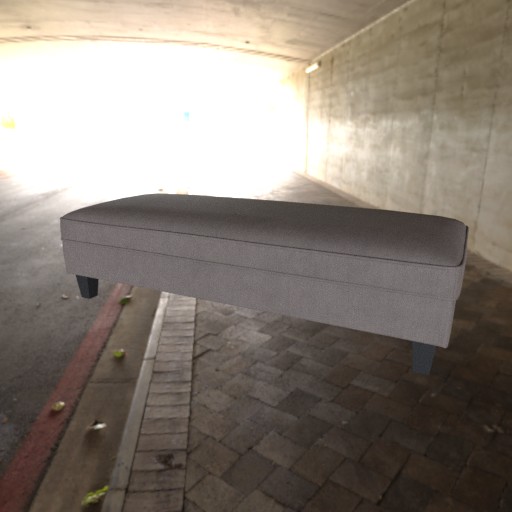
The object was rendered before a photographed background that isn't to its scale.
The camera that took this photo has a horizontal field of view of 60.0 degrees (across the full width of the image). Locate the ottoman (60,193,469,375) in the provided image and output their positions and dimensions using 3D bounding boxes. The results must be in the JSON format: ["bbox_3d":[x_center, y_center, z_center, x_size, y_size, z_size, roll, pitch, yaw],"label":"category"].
[{"bbox_3d":[0.000,0.000,2.069,1.764,0.470,0.751,8,18,25],"label":"ottoman"}]
